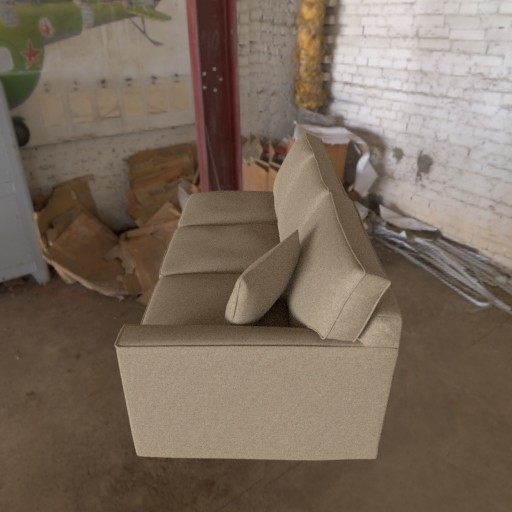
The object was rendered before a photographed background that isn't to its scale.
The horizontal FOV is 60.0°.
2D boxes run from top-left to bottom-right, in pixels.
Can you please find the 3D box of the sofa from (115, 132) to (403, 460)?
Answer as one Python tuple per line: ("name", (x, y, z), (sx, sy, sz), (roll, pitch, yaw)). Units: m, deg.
("sofa", (0.000, 0.000, 2.473), (1.034, 0.946, 1.963), (0, 29, 0))
